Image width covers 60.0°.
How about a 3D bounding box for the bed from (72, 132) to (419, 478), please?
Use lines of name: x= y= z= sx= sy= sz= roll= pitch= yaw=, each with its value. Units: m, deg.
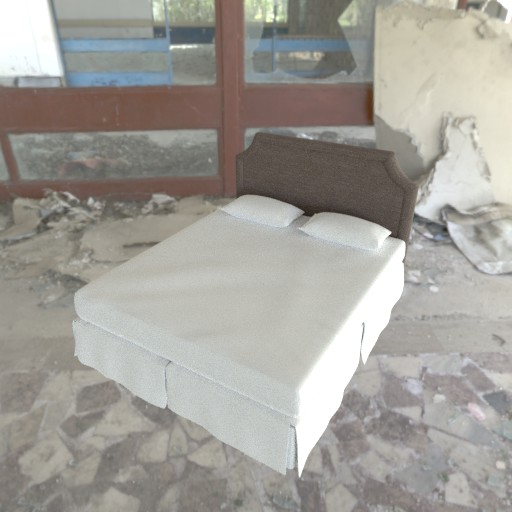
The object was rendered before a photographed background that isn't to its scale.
bed: x=0.000 y=0.000 z=4.207 sx=2.350 sy=1.590 sz=2.773 roll=17 pitch=33 yaw=27
